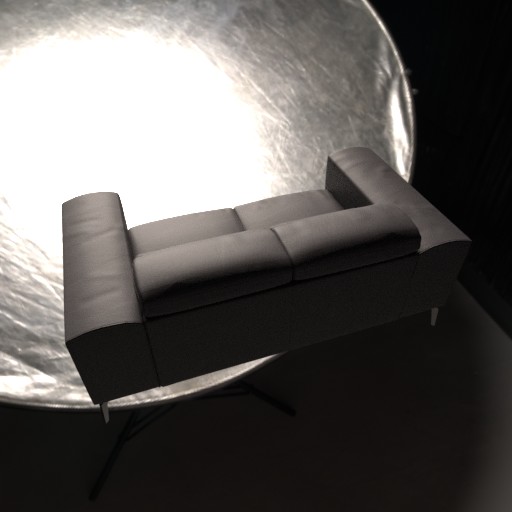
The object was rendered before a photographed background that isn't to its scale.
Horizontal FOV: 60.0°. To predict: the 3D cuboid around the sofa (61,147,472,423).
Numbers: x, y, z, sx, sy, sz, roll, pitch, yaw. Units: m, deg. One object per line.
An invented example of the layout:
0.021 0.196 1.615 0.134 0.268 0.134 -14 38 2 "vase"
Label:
0.000 0.000 2.400 1.895 0.779 1.003 -13 43 -14 "sofa"
